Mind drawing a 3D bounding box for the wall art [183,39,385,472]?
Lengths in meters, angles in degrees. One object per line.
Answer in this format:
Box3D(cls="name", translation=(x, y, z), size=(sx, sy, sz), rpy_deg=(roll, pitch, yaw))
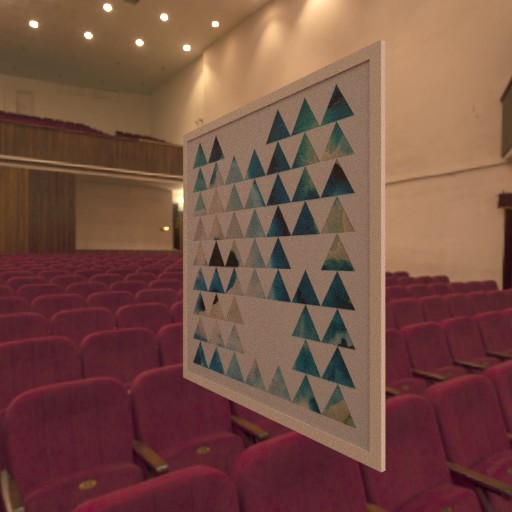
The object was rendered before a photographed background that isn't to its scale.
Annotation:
Box3D(cls="wall art", translation=(0.000, 0.000, 1.159), size=(0.012, 0.809, 0.809), rpy_deg=(0, 0, -36))
